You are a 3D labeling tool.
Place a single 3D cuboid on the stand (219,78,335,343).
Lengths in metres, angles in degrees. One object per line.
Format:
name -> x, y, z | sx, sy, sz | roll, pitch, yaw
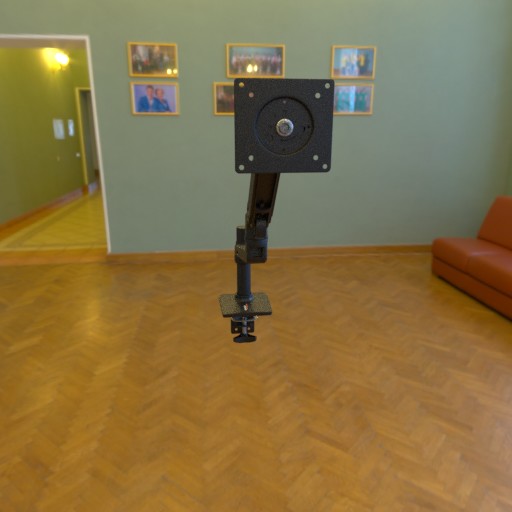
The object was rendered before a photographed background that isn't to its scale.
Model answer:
stand -> 0.000, 0.000, 1.043 | 0.152, 0.713, 0.650 | -2, 16, -8
